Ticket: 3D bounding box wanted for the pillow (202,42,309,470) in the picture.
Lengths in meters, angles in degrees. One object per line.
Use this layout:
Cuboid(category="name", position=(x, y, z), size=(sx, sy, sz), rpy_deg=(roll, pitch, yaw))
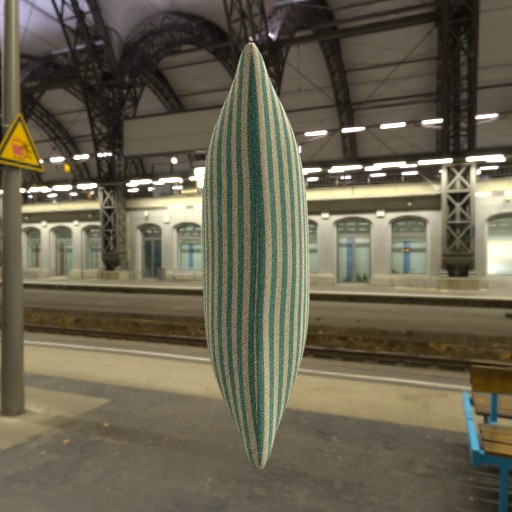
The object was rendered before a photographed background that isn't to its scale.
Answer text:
Cuboid(category="pillow", position=(0.000, 0.000, 0.775), size=(0.166, 0.510, 0.523), rpy_deg=(0, 0, 0))
